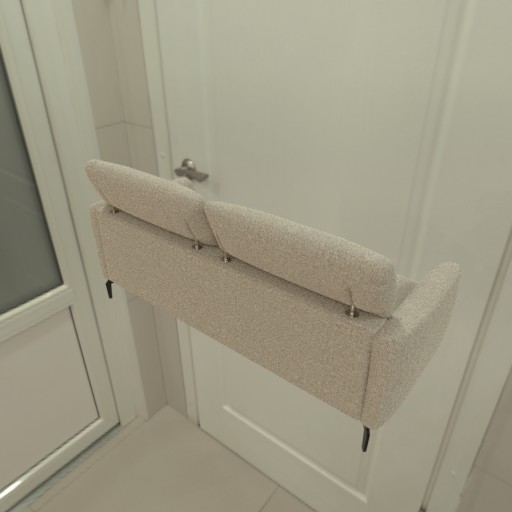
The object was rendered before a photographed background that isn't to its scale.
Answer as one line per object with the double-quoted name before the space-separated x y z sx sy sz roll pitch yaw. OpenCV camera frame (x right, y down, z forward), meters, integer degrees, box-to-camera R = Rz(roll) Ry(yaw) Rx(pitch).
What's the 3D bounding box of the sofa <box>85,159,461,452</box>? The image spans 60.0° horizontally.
"sofa" 0.000 0.000 2.467 2.015 0.956 0.856 22 37 32
